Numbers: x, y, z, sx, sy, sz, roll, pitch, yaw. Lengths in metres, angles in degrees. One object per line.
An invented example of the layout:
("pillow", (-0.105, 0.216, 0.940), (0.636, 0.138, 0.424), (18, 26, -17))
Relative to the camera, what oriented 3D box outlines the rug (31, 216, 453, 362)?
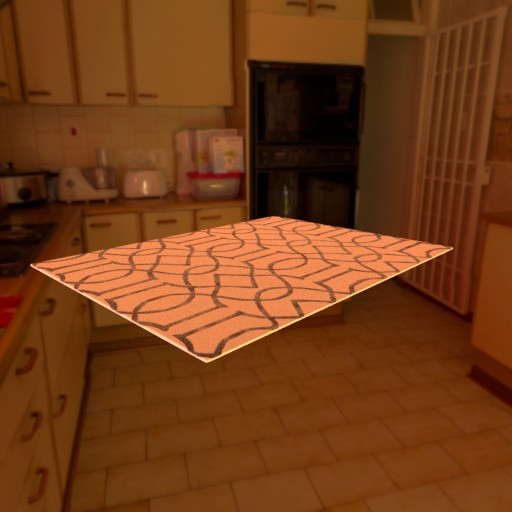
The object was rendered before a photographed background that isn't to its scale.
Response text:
("rug", (0.000, 0.000, 3.800), (2.211, 0.021, 2.910), (15, 22, 42))
